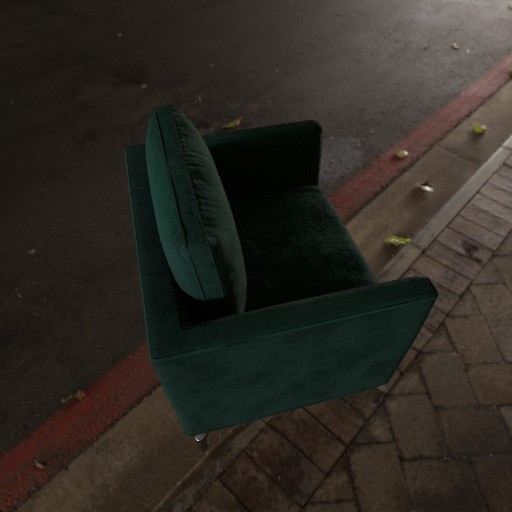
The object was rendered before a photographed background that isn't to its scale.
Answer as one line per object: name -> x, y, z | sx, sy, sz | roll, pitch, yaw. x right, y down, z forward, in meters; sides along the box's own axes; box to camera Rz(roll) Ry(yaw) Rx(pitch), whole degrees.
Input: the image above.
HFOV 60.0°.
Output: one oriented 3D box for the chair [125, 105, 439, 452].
chair -> 0.000, 0.000, 1.740 | 0.852, 0.997, 1.047 | -11, 48, -10
